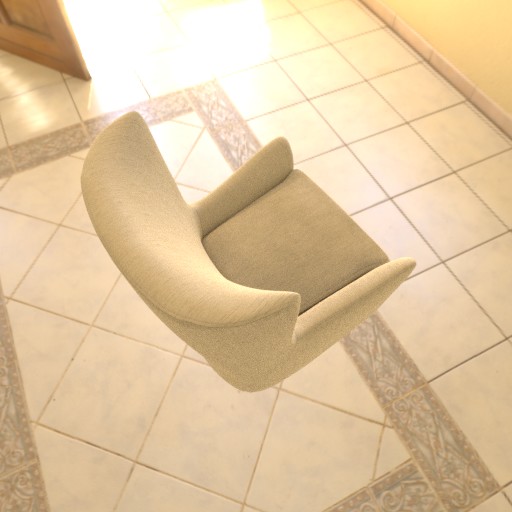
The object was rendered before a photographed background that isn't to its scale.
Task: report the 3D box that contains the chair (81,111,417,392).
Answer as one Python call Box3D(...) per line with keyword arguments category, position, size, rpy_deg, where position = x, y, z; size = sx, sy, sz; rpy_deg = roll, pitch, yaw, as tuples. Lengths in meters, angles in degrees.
Box3D(category="chair", position=(0.000, 0.000, 1.624), size=(0.904, 1.000, 0.779), rpy_deg=(-32, 64, -18))
